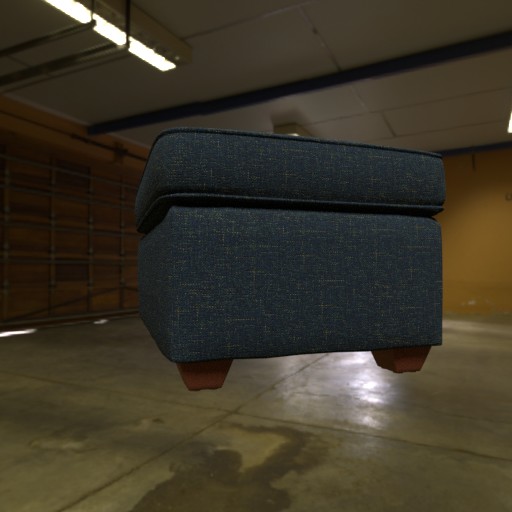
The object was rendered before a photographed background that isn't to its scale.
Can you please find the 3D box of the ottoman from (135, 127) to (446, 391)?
[{"bbox_3d":[0.000,0.000,1.085,0.549,0.450,0.749,1,-2,-18],"label":"ottoman"}]
